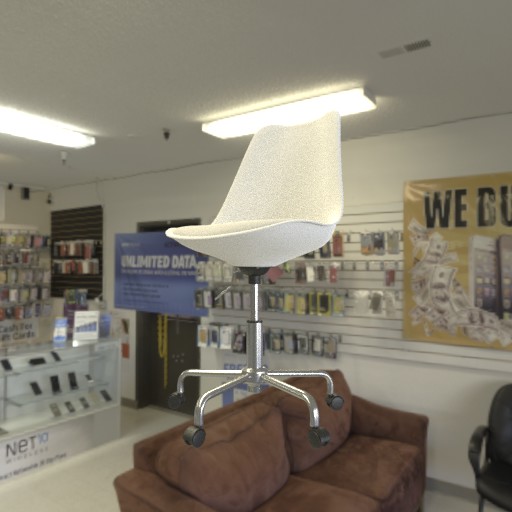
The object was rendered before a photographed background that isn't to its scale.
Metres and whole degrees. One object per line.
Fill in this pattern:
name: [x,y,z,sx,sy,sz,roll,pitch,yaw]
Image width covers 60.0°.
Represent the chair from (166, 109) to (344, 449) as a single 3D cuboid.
chair: [0.000,0.000,1.284,0.550,0.930,0.550,-1,-1,37]
